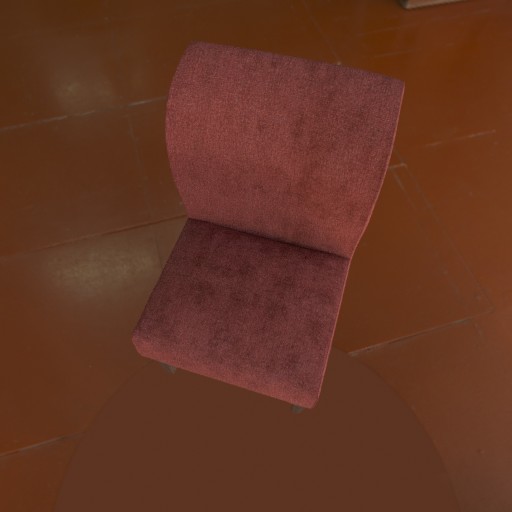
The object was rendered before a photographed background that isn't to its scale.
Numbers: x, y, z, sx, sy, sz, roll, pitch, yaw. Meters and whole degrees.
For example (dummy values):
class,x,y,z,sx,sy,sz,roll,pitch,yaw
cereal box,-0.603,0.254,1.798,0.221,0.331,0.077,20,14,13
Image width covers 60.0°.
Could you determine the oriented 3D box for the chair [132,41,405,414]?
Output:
class,x,y,z,sx,sy,sz,roll,pitch,yaw
chair,0.000,0.000,1.245,0.538,0.846,0.640,15,60,9
